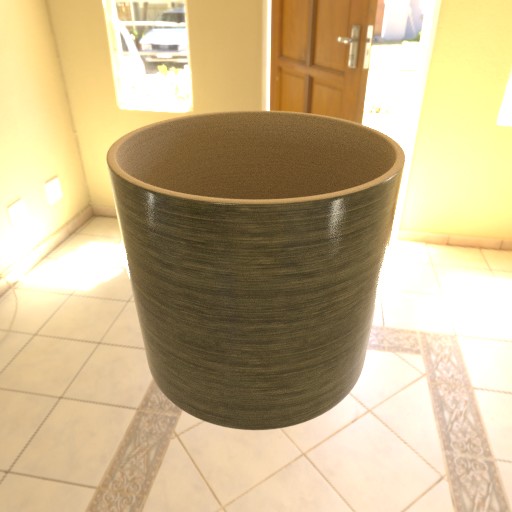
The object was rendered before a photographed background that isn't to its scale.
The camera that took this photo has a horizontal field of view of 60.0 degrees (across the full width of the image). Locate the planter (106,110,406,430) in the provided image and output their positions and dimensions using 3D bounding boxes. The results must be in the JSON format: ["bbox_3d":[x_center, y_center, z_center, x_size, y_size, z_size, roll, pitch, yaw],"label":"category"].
[{"bbox_3d":[0.000,0.000,0.392,0.221,0.201,0.221,0,31,0],"label":"planter"}]
